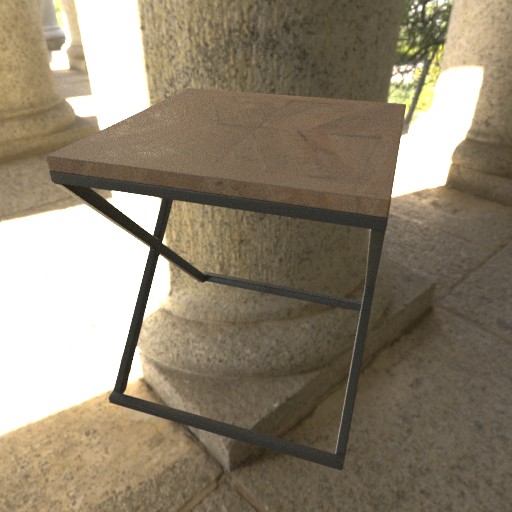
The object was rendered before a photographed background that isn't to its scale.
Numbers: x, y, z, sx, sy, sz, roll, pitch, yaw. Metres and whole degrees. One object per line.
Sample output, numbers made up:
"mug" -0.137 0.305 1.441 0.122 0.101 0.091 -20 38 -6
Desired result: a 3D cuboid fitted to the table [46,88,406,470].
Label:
"table" 0.000 0.000 0.936 0.499 0.550 0.498 10 34 15
